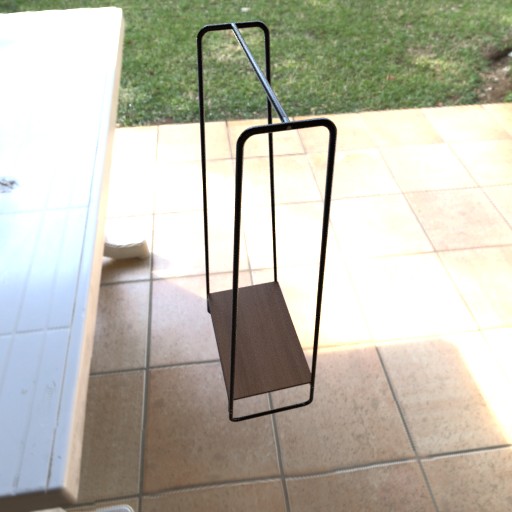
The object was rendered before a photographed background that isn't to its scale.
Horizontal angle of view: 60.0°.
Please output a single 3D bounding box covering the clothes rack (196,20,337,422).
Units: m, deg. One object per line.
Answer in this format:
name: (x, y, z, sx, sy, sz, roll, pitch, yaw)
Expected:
clothes rack: (0.000, 0.000, 1.735, 0.400, 1.500, 0.640, -10, 47, -9)
